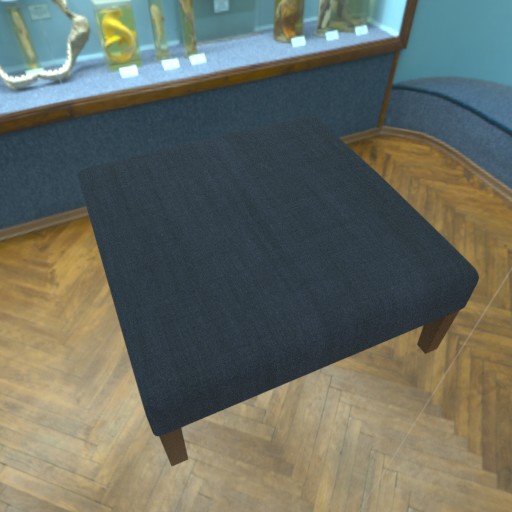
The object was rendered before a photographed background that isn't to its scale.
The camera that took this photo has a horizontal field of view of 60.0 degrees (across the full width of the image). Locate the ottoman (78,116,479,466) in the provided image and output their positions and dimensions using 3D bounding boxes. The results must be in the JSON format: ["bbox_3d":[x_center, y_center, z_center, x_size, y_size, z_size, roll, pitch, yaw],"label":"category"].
[{"bbox_3d":[0.000,0.000,1.403,0.889,0.411,0.890,-18,49,-16],"label":"ottoman"}]
